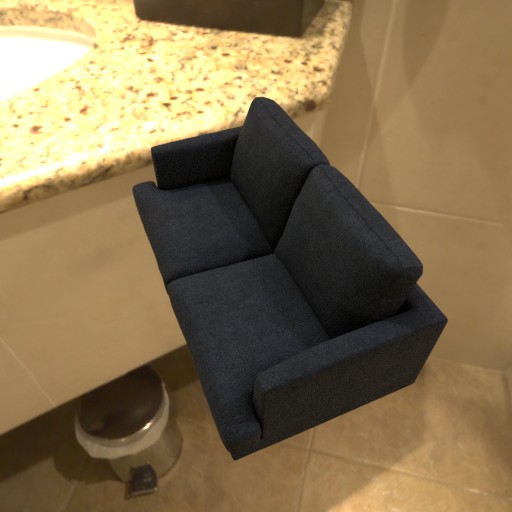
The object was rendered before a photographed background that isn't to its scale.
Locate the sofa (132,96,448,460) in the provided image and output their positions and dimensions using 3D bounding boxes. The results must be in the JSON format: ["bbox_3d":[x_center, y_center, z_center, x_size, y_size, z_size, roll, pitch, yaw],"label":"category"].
[{"bbox_3d":[0.000,0.000,2.151,0.903,0.944,1.582,-17,49,-15],"label":"sofa"}]
